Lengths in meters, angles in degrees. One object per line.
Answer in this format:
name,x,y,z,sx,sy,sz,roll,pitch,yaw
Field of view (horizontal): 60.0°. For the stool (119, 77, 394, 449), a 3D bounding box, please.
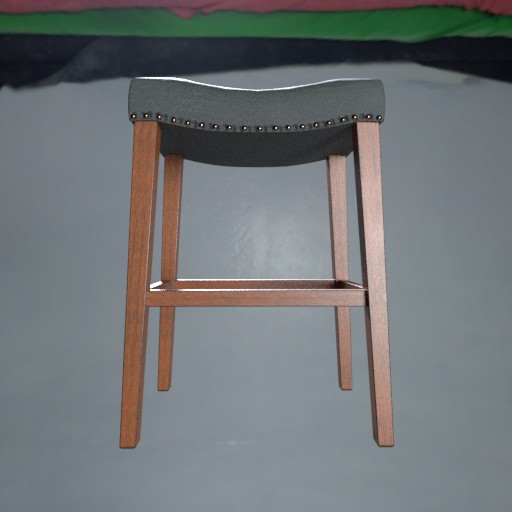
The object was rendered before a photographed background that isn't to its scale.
stool,0.000,0.000,0.864,0.439,0.612,0.320,0,1,-1
